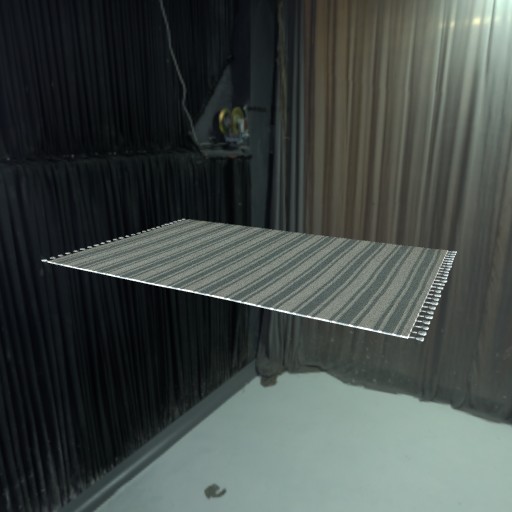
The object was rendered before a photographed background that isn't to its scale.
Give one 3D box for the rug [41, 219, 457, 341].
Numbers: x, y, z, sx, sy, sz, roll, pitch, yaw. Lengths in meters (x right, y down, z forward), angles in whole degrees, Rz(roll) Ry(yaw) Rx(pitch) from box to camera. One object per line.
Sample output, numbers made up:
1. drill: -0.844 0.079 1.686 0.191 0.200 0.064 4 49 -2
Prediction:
1. rug: 0.000 0.000 3.029 2.410 0.011 1.539 9 19 27
